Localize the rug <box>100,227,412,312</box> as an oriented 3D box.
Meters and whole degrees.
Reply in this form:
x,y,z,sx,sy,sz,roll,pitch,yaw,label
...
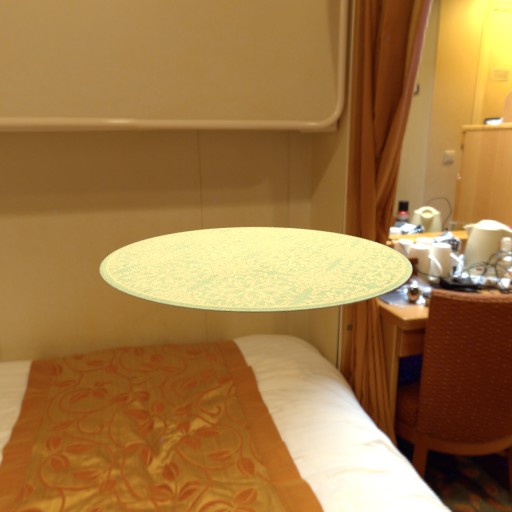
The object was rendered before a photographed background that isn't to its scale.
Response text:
x,y,z,sx,sy,sz,roll,pitch,yaw,label
0.000,0.000,2.383,1.593,0.012,1.593,0,15,0,rug
